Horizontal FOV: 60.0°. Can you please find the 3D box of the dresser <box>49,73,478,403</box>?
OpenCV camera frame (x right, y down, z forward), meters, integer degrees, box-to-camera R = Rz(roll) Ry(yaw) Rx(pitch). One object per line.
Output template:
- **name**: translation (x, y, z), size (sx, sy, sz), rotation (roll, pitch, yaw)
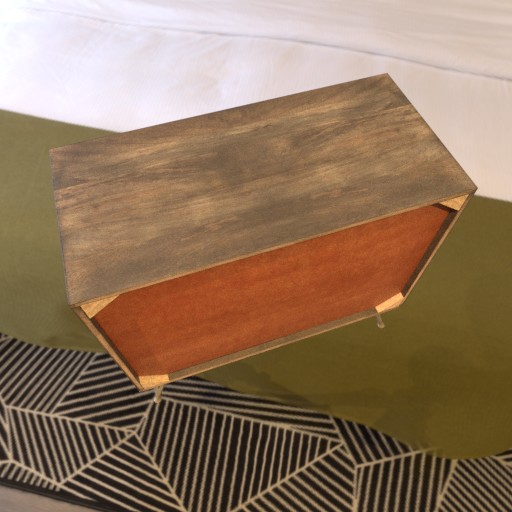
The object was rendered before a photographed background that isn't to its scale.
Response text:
- **dresser**: translation (0.000, 0.000, 1.392), size (0.923, 0.801, 0.453), rotation (-16, 59, -10)
